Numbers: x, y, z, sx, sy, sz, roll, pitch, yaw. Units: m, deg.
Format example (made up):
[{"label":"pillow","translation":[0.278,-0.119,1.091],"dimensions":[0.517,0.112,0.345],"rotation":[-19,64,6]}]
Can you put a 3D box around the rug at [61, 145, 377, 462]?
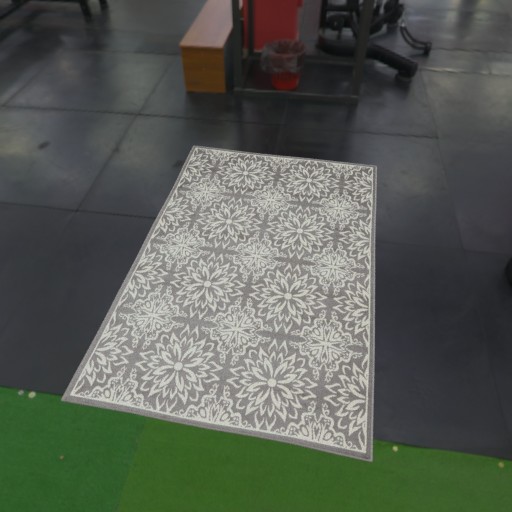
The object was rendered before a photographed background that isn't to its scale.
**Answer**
[{"label":"rug","translation":[0.000,0.000,2.303],"dimensions":[1.224,0.012,1.847],"rotation":[8,47,8]}]
